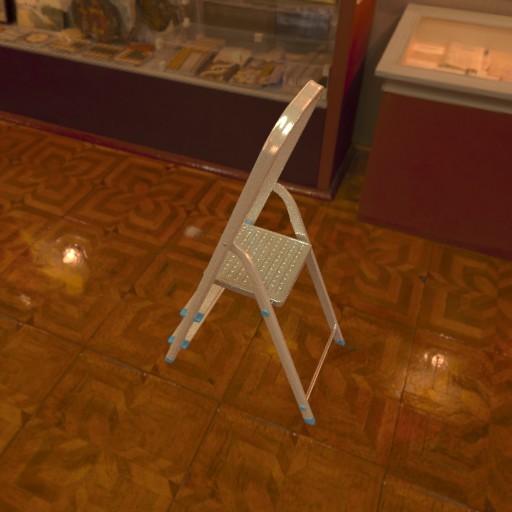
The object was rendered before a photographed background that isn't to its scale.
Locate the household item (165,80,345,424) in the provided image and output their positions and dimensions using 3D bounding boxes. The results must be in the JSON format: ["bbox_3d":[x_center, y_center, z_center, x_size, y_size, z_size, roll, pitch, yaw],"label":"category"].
[{"bbox_3d":[0.000,0.000,1.519,0.687,1.215,0.420,18,49,17],"label":"household item"}]
